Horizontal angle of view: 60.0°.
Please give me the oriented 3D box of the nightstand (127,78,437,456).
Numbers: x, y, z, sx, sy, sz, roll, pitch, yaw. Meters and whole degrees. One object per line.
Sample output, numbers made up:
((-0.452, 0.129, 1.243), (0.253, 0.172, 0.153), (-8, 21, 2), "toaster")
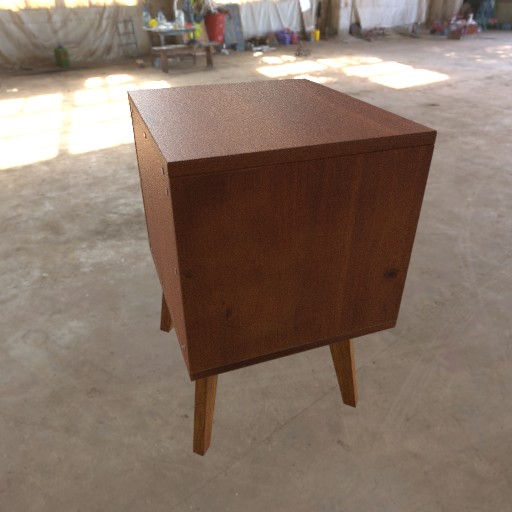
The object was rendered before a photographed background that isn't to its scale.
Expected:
((0.000, 0.000, 0.947), (0.411, 0.618, 0.460), (-11, 33, -17), "nightstand")
